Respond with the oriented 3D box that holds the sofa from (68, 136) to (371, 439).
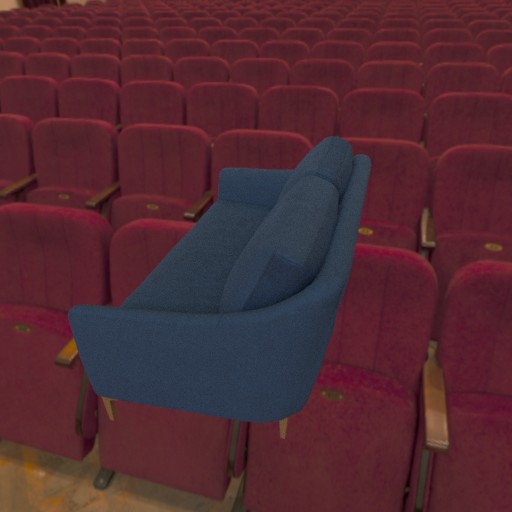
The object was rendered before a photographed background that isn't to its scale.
[{"bbox_3d":[0.000,0.000,2.183,0.960,0.902,1.619,8,32,14],"label":"sofa"}]
